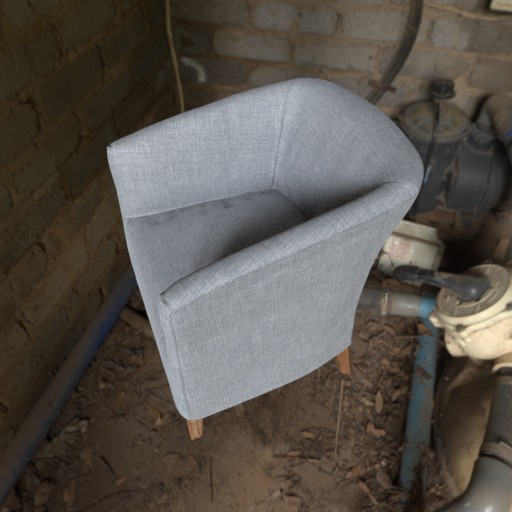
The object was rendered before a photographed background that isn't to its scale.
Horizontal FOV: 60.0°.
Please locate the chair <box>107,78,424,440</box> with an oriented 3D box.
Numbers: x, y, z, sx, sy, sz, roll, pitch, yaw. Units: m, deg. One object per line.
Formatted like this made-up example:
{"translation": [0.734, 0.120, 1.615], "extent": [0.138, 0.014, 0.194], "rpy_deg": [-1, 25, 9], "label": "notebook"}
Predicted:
{"translation": [0.000, 0.000, 1.270], "extent": [0.668, 0.771, 0.600], "rpy_deg": [-17, 49, -15], "label": "chair"}
